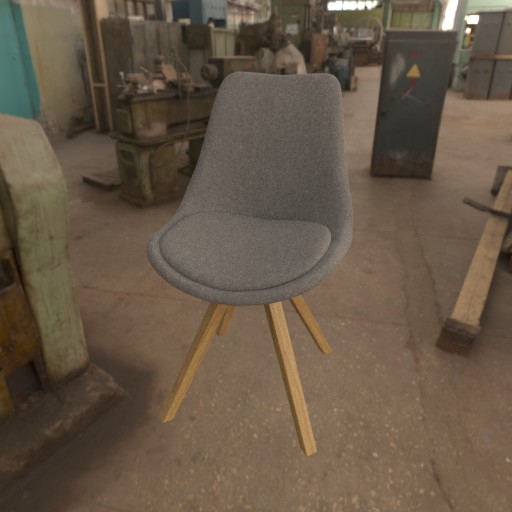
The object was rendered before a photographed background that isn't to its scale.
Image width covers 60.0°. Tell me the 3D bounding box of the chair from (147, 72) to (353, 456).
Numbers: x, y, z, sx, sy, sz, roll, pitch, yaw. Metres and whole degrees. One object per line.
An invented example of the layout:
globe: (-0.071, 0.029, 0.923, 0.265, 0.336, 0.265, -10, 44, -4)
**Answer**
chair: (0.000, 0.000, 1.173, 0.483, 0.865, 0.550, 7, 27, 14)
